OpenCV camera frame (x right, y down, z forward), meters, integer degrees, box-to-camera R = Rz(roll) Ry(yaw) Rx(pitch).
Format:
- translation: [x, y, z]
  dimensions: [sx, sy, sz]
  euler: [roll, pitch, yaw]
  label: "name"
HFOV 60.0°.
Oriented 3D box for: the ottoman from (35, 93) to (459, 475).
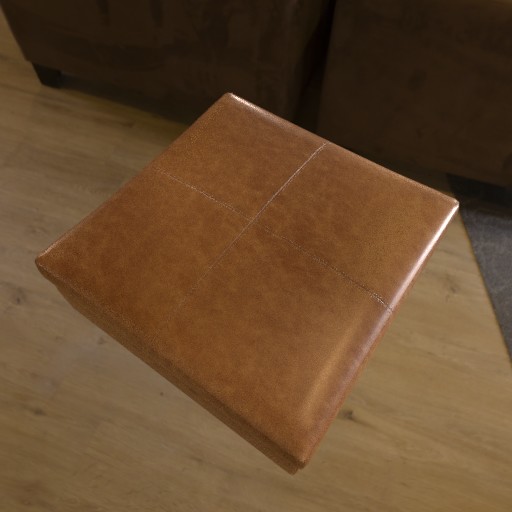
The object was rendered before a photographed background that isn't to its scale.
- translation: [0.000, 0.000, 1.814]
  dimensions: [1.168, 0.483, 1.169]
  euler: [31, 63, 18]
  label: "ottoman"
